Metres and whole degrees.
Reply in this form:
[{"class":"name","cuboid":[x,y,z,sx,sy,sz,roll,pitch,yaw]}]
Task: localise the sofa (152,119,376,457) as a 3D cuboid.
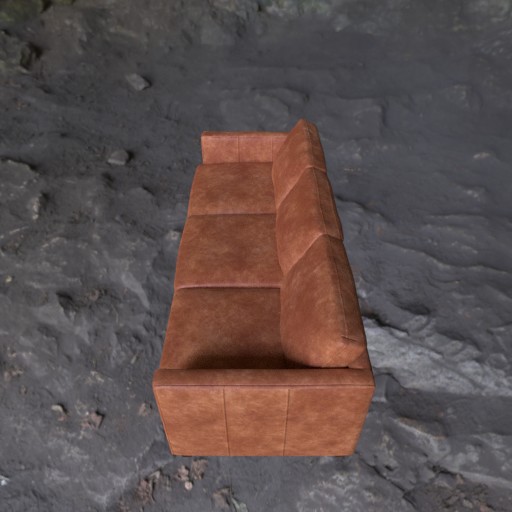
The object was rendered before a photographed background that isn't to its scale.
[{"class":"sofa","cuboid":[0.000,0.000,3.022,1.045,1.006,2.464,0,41,0]}]
